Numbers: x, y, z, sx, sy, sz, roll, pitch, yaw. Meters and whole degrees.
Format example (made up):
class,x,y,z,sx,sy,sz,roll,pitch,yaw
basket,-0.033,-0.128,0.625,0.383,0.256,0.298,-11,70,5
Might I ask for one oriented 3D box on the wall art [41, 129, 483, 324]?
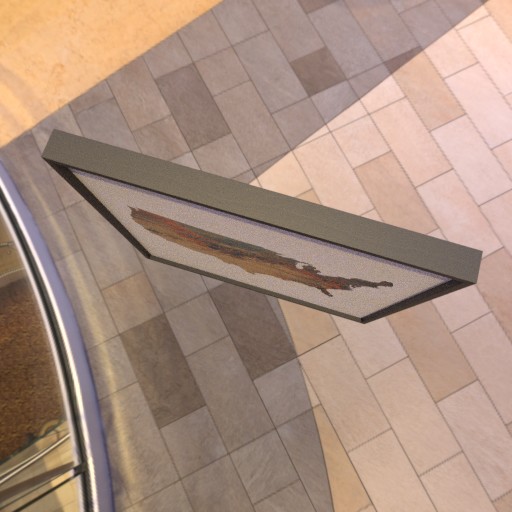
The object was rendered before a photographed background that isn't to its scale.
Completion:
class,x,y,z,sx,sy,sz,roll,pitch,yaw
wall art,0.000,0.000,0.743,0.507,0.507,0.038,17,77,4
